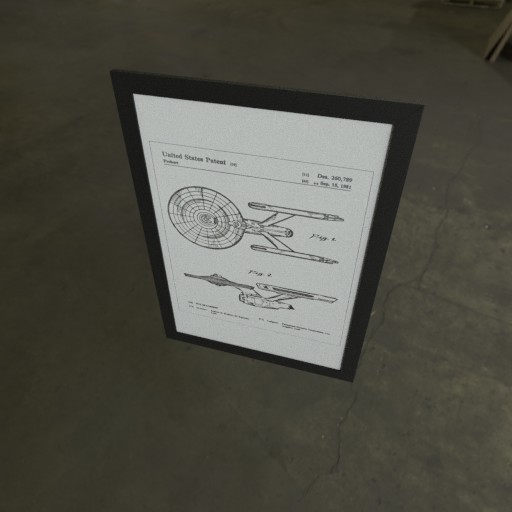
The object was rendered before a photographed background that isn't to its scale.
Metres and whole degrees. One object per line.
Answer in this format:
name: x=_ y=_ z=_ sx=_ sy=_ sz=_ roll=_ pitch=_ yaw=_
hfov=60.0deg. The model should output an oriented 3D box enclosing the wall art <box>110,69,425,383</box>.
wall art: x=0.000 y=0.000 z=0.692 sx=0.379 sy=0.530 sz=0.008 roll=11 pitch=43 yaw=12
